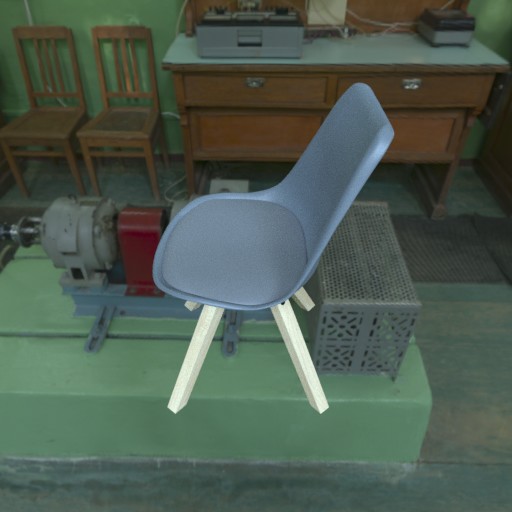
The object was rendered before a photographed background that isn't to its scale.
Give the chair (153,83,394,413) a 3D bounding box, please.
[{"bbox_3d":[0.000,0.000,1.209,0.550,0.850,0.485,0,41,0],"label":"chair"}]
